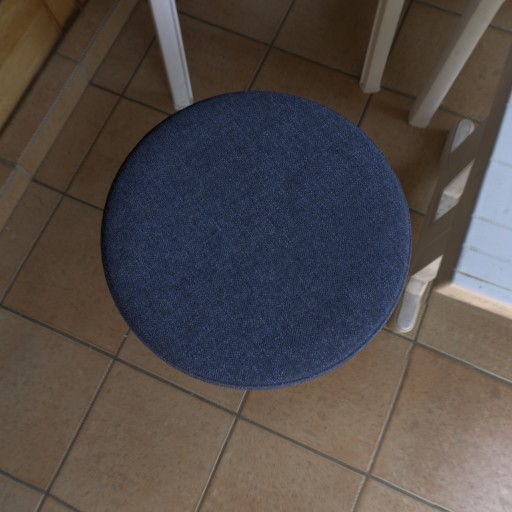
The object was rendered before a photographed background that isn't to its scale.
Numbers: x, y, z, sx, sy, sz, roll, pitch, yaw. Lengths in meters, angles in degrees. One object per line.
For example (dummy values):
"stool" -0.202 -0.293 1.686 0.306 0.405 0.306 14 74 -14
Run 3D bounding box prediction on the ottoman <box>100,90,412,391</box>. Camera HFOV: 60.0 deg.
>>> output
"ottoman" 0.000 0.000 0.912 0.520 0.430 0.520 0 75 0
